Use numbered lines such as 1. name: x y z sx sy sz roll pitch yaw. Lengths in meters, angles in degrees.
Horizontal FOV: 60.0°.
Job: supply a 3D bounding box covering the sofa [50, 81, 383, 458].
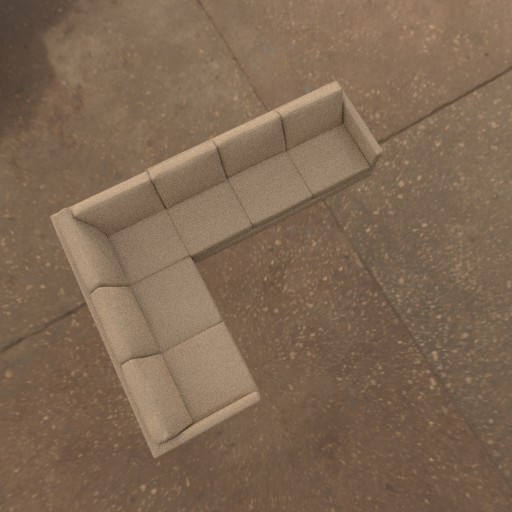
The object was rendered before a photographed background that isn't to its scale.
1. sofa: 0.000 0.000 4.360 3.182 0.863 2.432 -27 77 -7
